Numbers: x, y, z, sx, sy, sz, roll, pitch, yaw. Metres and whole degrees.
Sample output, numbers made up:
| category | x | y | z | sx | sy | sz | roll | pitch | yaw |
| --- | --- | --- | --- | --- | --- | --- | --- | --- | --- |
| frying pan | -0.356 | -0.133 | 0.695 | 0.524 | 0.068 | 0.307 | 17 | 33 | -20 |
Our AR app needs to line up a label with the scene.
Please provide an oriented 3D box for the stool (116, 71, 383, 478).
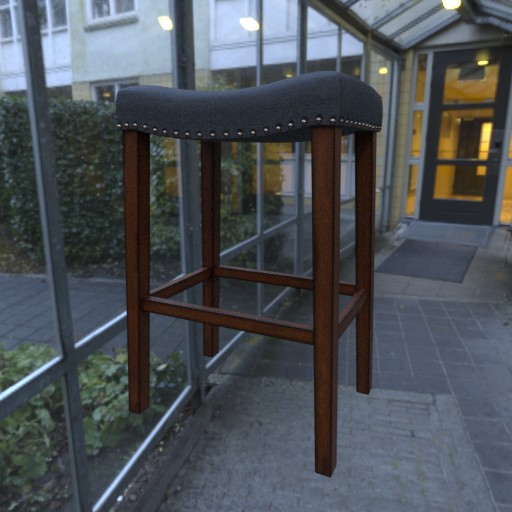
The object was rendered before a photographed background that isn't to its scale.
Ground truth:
| category | x | y | z | sx | sy | sz | roll | pitch | yaw |
| --- | --- | --- | --- | --- | --- | --- | --- | --- | --- |
| stool | 0.000 | 0.000 | 1.030 | 0.502 | 0.748 | 0.366 | 7 | 15 | 25 |
